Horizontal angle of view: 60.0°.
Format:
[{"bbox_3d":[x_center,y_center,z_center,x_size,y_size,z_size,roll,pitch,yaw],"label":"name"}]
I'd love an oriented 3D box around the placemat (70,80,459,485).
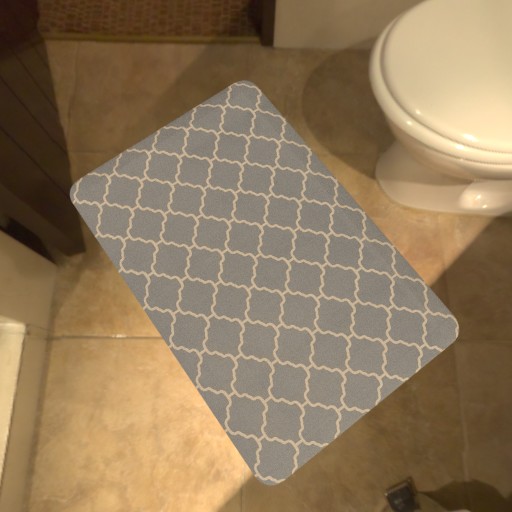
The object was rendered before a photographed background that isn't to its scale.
[{"bbox_3d":[0.000,0.000,0.940,0.508,0.021,0.762,-35,77,-9],"label":"placemat"}]
